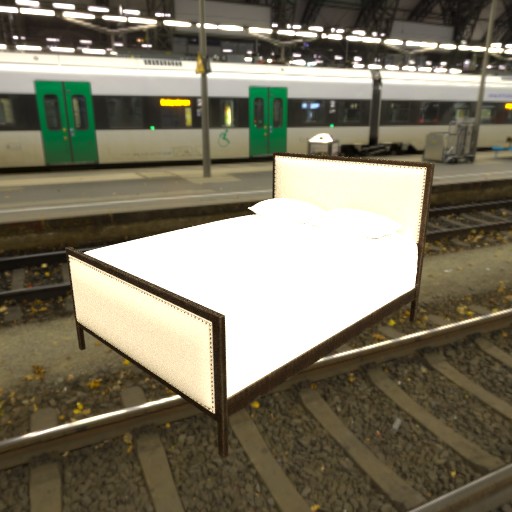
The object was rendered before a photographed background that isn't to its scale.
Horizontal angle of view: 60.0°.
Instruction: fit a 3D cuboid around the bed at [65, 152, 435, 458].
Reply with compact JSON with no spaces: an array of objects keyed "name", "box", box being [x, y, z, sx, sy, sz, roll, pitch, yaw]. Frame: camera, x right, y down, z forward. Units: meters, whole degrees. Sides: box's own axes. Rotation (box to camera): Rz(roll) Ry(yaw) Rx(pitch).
[{"name":"bed","box":[0.000,0.000,3.307,1.607,1.313,2.221,16,24,41]}]
